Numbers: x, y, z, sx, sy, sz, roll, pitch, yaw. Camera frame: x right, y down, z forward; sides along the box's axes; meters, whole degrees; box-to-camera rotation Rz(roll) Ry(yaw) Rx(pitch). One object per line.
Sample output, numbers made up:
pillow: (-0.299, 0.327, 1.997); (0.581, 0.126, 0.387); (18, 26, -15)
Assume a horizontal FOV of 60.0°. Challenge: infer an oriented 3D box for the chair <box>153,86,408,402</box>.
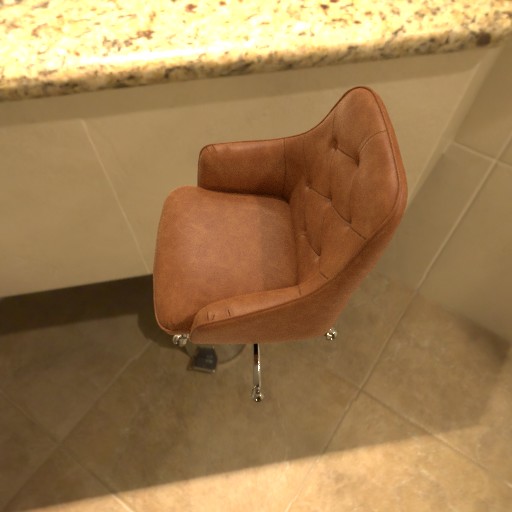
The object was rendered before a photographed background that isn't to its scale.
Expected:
chair: (0.000, 0.000, 1.317); (0.615, 0.909, 0.628); (-2, 57, -1)
